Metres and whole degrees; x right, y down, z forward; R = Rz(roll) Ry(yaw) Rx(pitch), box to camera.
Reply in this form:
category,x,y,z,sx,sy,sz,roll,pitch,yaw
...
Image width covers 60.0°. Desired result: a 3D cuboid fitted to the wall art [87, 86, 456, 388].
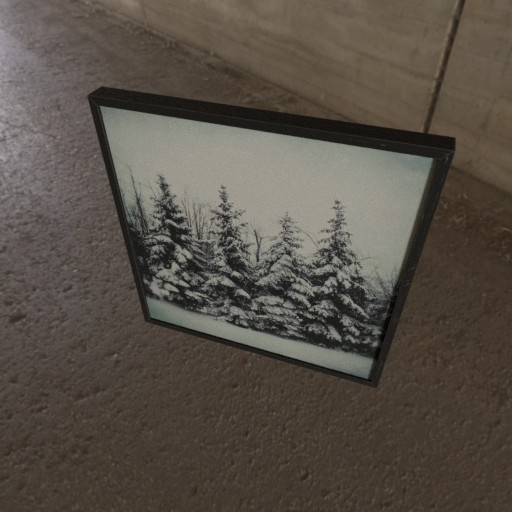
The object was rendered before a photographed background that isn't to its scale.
category,x,y,z,sx,sy,sz,roll,pitch,yaw
wall art,0.000,0.000,0.760,0.506,0.506,0.036,13,43,14
